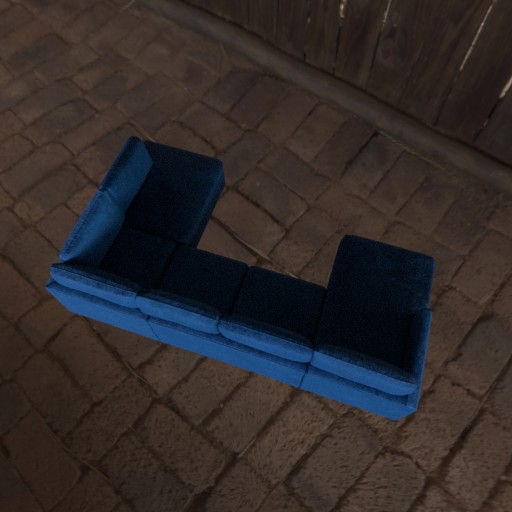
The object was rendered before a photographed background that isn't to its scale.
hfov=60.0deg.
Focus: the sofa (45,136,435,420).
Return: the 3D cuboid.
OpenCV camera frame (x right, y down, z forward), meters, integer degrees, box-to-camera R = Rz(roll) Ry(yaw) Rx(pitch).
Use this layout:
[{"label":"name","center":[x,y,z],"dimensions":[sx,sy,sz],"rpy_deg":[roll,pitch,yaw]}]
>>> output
[{"label":"sofa","center":[0.000,0.000,4.435],"dimensions":[3.434,0.992,2.055],"rpy_deg":[16,63,8]}]
